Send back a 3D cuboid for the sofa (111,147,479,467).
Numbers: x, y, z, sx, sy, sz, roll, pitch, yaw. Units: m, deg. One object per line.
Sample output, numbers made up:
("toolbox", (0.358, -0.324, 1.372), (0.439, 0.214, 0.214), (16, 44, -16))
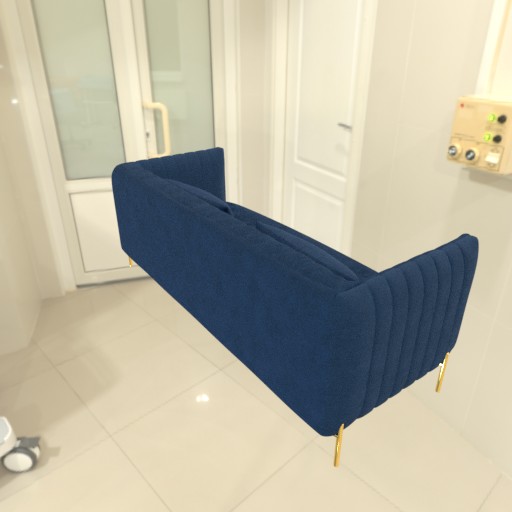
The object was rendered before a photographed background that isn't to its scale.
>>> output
("sofa", (0.000, 0.000, 2.538), (0.896, 0.793, 2.136), (-18, 32, -32))
